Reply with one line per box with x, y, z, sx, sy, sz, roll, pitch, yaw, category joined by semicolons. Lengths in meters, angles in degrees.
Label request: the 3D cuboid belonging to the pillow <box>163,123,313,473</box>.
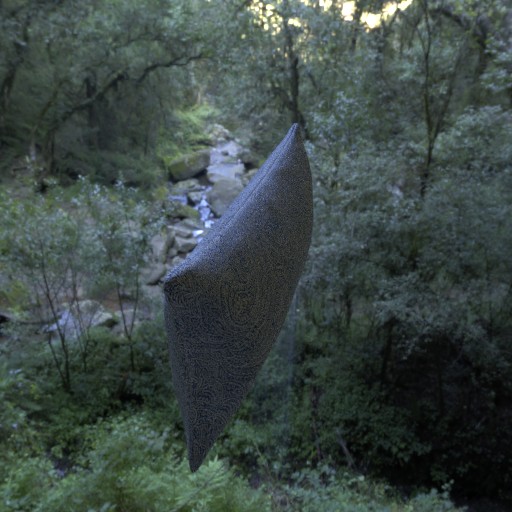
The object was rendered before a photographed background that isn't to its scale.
0.000;0.000;0.735;0.151;0.295;0.615;8;32;14;pillow
